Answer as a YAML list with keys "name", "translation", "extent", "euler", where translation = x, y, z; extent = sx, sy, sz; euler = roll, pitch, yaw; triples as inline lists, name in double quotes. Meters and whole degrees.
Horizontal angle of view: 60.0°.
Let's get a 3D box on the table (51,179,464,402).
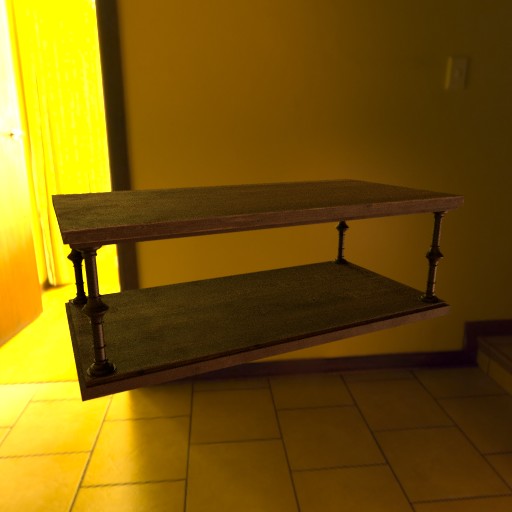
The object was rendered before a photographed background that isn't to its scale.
- name: "table"
  translation: [0.000, 0.000, 1.360]
  extent: [1.088, 0.373, 0.554]
  euler: [-7, 17, -25]
